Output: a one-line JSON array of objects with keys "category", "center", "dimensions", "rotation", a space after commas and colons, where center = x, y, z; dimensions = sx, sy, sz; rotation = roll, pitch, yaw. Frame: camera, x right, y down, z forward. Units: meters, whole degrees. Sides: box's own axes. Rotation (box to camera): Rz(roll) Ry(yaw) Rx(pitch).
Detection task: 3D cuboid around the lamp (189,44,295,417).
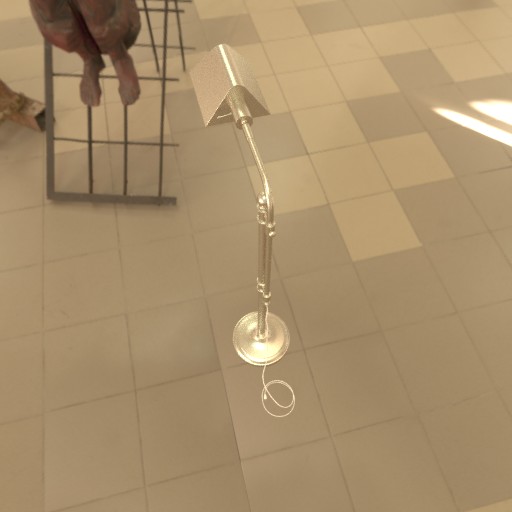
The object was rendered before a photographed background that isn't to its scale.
[{"category": "lamp", "center": [0.000, 0.000, 0.969], "dimensions": [0.159, 0.708, 0.546], "rotation": [-12, 59, -7]}]
